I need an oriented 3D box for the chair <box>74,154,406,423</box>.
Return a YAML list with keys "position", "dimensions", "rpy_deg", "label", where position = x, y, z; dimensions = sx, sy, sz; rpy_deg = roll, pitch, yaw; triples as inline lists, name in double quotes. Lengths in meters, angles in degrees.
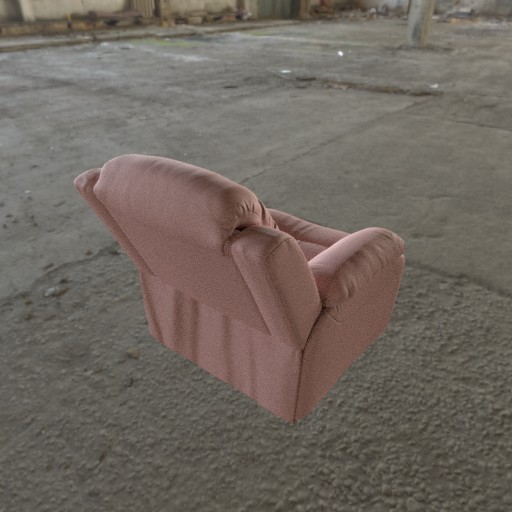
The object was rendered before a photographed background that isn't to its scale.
- position: [0.000, 0.000, 1.285]
  dimensions: [0.680, 0.702, 0.709]
  rpy_deg: [22, 37, 32]
  label: "chair"
